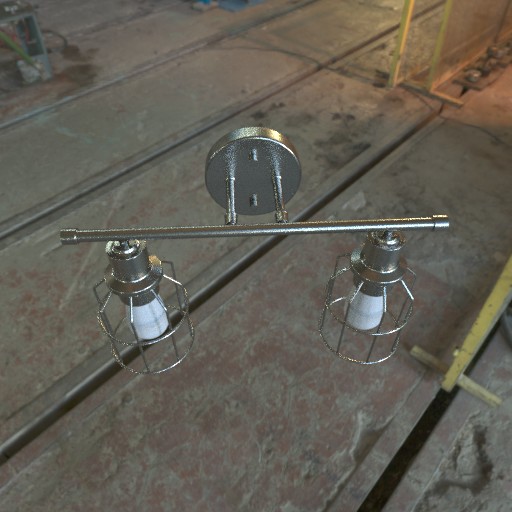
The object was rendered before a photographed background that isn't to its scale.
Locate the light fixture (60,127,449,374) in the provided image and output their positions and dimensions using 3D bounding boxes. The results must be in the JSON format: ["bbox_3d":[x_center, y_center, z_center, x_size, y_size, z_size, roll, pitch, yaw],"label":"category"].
[{"bbox_3d":[0.000,0.000,0.538,0.406,0.254,0.165,-2,47,-2],"label":"light fixture"}]
